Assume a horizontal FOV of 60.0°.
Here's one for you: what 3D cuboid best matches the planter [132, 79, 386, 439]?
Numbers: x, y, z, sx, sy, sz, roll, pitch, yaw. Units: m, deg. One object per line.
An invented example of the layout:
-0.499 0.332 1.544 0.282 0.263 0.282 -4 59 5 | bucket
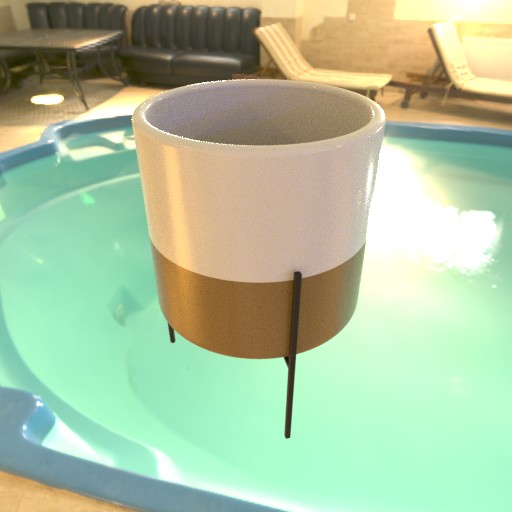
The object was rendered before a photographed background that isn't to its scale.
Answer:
0.000 0.000 0.652 0.310 0.432 0.310 0 34 0 | planter
